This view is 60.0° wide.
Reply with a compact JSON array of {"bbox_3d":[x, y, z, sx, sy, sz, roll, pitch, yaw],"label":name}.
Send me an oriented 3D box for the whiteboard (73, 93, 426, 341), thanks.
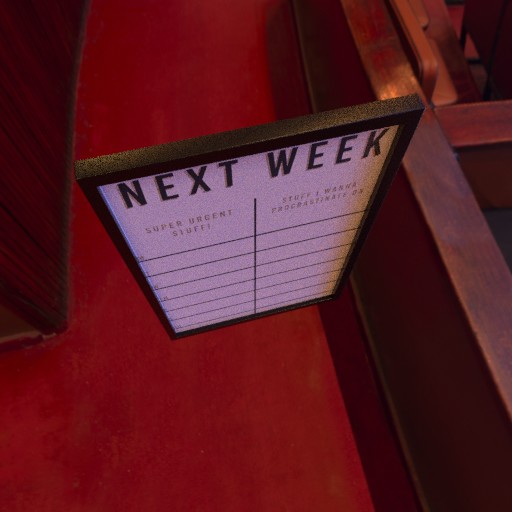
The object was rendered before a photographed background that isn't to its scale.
[{"bbox_3d":[0.000,0.000,0.773,0.406,0.611,0.026,-13,64,-7],"label":"whiteboard"}]
